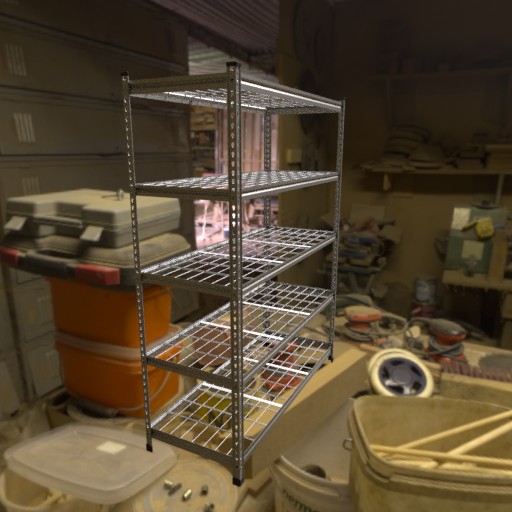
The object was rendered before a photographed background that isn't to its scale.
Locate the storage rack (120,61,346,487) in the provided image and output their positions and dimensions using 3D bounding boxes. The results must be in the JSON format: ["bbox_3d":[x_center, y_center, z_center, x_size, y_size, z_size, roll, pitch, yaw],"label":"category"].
[{"bbox_3d":[0.000,0.000,2.771,0.610,1.981,1.524,7,16,26],"label":"storage rack"}]
